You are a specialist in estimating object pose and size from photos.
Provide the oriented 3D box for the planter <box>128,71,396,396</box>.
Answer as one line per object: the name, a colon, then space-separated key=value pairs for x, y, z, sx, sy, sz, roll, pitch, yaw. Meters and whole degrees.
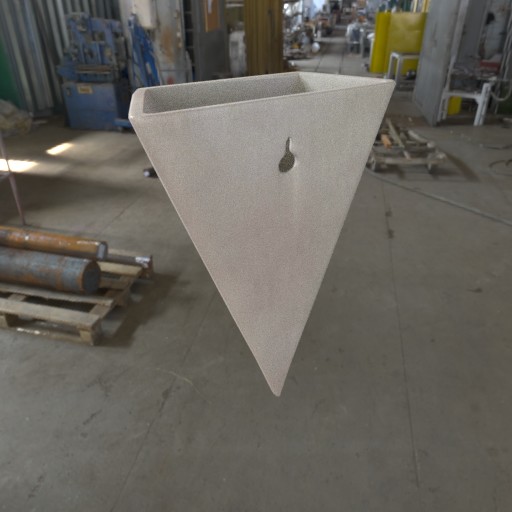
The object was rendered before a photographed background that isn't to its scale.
planter: x=0.000 y=0.000 z=0.273 sx=0.150 sy=0.197 sz=0.060 roll=-19 pitch=35 yaw=-29
